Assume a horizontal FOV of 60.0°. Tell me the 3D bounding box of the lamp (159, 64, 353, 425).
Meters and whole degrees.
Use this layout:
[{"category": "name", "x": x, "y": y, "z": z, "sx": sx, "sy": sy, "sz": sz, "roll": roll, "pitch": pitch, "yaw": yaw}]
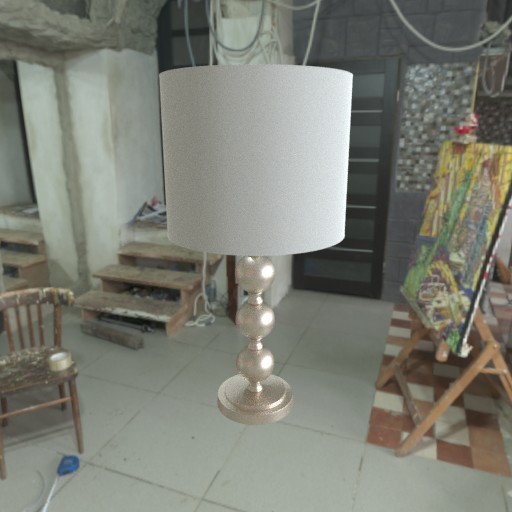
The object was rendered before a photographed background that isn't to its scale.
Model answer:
[{"category": "lamp", "x": 0.000, "y": 0.000, "z": 0.715, "sx": 0.277, "sy": 0.538, "sz": 0.277, "roll": -2, "pitch": 16, "yaw": -8}]
